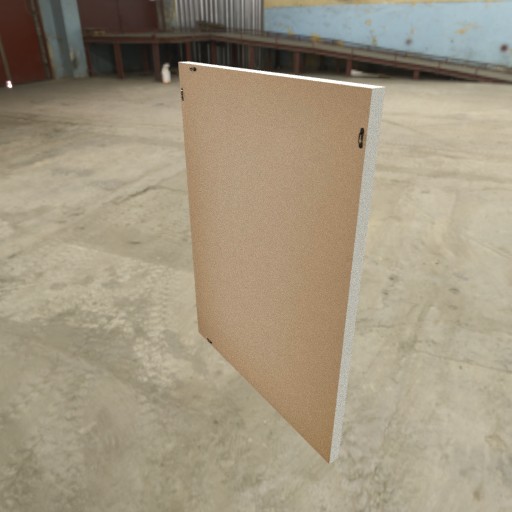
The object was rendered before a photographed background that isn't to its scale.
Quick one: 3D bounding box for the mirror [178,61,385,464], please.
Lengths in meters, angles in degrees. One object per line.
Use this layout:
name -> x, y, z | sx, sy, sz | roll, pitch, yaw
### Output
mirror -> 0.000, 0.000, 1.317 | 0.041, 1.016, 0.762 | -19, 33, -31
